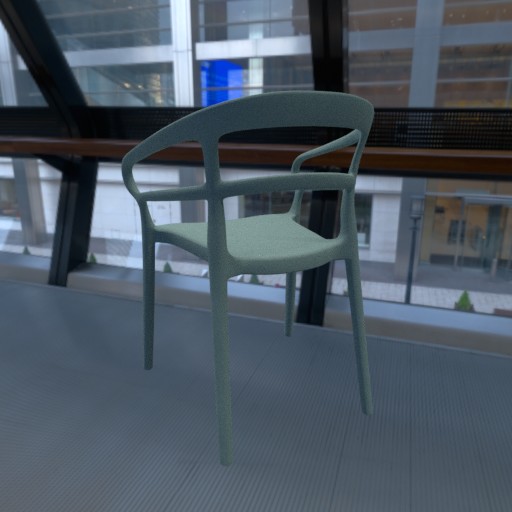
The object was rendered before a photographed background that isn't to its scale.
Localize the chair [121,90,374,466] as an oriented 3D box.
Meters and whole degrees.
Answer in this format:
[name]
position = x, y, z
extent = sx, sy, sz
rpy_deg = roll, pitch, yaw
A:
[chair]
position = 0.000, 0.000, 1.144
extent = 0.559, 0.761, 0.527
rpy_deg = -8, 17, -26
